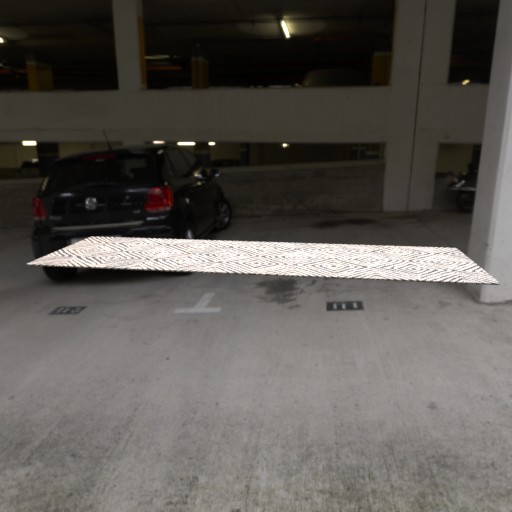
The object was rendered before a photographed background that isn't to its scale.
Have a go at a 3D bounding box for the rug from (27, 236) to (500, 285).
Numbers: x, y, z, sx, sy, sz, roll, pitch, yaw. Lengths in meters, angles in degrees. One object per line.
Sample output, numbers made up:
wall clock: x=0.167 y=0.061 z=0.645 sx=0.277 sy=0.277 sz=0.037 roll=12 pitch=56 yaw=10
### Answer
rug: x=0.000 y=0.000 z=2.431 sx=2.277 sy=0.008 sz=0.676 roll=2 pitch=15 yaw=8
